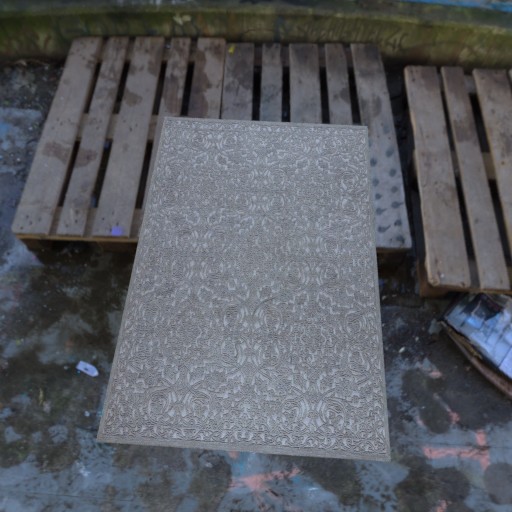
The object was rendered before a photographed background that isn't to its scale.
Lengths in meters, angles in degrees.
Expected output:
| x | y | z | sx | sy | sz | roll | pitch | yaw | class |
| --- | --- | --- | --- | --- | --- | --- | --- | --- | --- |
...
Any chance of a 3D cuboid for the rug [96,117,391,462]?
| x | y | z | sx | sy | sz | roll | pitch | yaw | class |
| --- | --- | --- | --- | --- | --- | --- | --- | --- | --- |
| 0.000 | 0.000 | 2.252 | 1.221 | 0.006 | 1.827 | 3 | 63 | 2 | rug |
